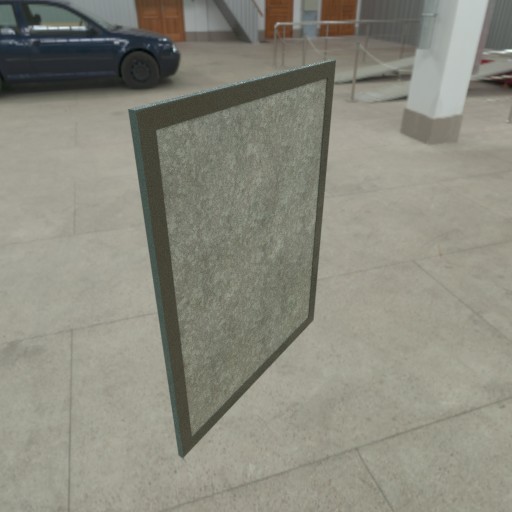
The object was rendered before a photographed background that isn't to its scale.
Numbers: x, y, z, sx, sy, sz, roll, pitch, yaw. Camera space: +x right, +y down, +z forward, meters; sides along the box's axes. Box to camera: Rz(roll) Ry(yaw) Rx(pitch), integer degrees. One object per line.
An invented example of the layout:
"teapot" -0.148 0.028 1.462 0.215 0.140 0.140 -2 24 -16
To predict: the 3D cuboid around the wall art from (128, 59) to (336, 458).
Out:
"wall art" 0.000 0.000 1.301 0.030 0.983 0.767 20 37 30
